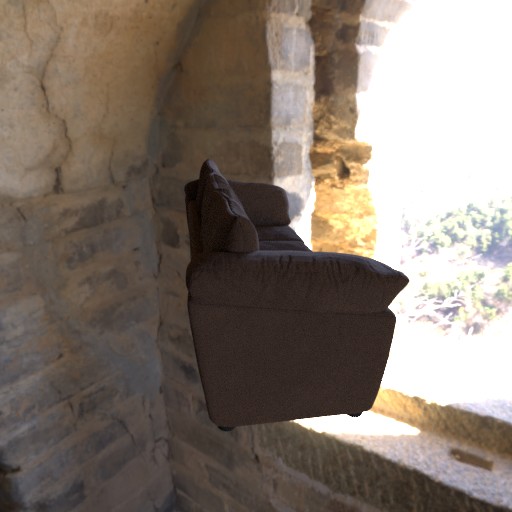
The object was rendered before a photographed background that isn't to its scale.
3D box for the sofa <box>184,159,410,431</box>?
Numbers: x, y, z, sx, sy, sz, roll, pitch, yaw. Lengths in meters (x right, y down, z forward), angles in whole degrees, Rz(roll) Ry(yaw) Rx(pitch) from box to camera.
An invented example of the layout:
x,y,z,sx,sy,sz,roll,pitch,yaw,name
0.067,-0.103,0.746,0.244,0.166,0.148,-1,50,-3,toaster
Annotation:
x,y,z,sx,sy,sz,roll,pitch,yaw,name
0.000,0.000,2.839,0.878,1.015,2.336,-3,18,-8,sofa
